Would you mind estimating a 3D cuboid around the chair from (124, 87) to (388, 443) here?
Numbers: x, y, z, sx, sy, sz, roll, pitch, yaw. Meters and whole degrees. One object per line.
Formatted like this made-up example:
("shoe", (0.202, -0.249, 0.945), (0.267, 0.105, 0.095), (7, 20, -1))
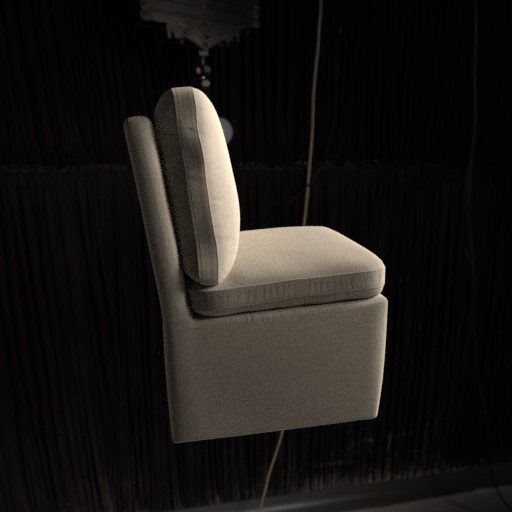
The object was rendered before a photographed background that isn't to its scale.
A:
("chair", (0.000, 0.000, 1.367), (0.698, 0.927, 0.503), (-3, 15, -11))
